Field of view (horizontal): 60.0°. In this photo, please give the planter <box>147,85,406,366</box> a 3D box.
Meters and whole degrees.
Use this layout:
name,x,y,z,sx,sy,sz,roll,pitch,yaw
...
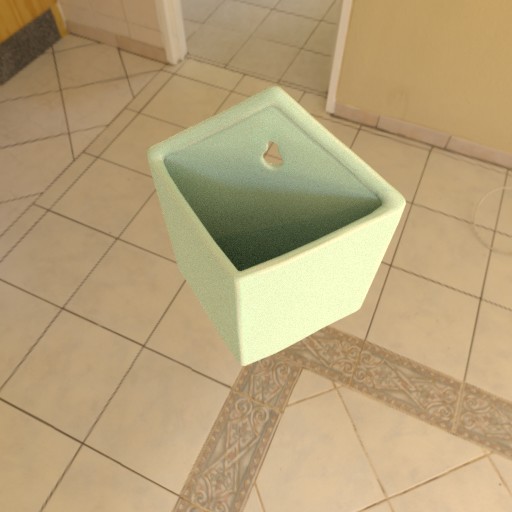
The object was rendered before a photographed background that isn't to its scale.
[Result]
name,x,y,z,sx,sy,sz,roll,pitch,yaw
planter,0.000,0.000,0.282,0.164,0.197,0.079,13,58,8
